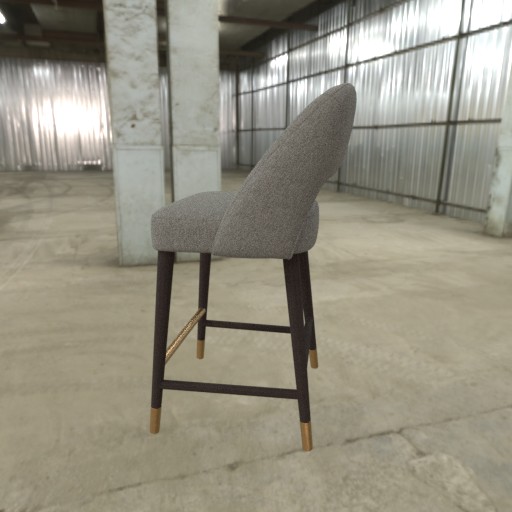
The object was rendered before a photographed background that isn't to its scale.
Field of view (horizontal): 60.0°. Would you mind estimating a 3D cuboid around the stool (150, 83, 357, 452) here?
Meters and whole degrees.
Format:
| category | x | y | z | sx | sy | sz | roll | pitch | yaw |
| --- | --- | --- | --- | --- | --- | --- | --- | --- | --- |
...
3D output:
| category | x | y | z | sx | sy | sz | roll | pitch | yaw |
| --- | --- | --- | --- | --- | --- | --- | --- | --- | --- |
| stool | 0.000 | 0.000 | 1.289 | 0.524 | 0.925 | 0.536 | 2 | 15 | 9 |
